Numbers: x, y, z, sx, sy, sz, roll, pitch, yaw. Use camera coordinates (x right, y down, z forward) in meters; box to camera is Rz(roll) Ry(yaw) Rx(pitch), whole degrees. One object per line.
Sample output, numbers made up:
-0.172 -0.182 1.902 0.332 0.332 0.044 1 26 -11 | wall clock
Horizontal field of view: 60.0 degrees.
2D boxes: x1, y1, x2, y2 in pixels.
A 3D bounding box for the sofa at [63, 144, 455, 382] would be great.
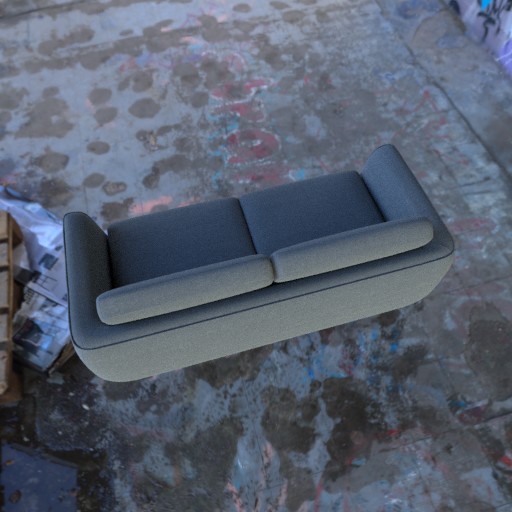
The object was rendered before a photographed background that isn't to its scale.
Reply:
0.000 0.000 2.519 2.000 0.850 0.920 -14 60 -8 | sofa
